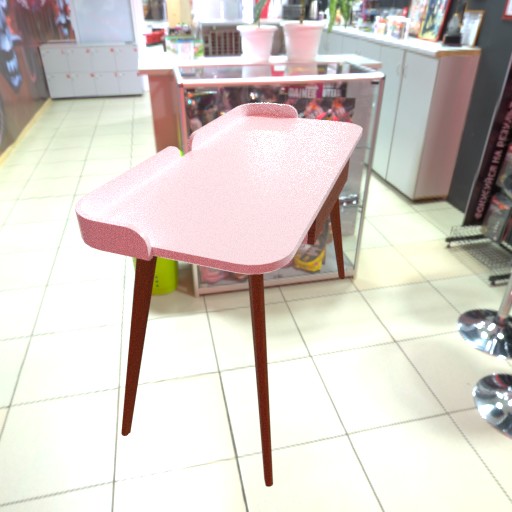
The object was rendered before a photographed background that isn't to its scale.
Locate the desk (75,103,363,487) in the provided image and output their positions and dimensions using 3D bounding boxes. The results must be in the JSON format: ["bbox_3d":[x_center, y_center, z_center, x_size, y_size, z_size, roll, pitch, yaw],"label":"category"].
[{"bbox_3d":[0.000,0.000,1.617,0.534,0.807,1.206,11,33,17],"label":"desk"}]
